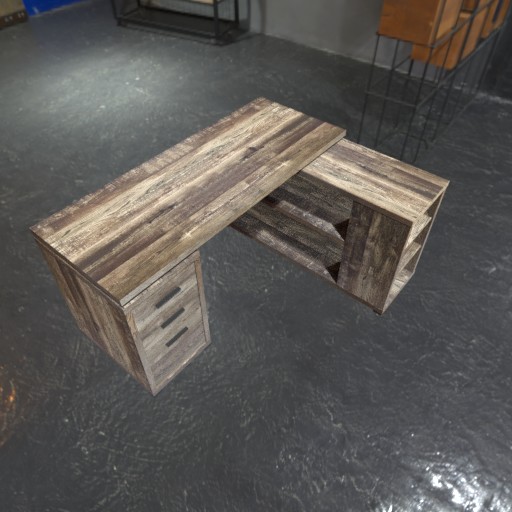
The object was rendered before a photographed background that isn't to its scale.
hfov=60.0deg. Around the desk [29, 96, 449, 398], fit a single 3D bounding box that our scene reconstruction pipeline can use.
[{"bbox_3d":[0.000,0.000,2.264,1.200,0.753,1.524,31,53,26],"label":"desk"}]
